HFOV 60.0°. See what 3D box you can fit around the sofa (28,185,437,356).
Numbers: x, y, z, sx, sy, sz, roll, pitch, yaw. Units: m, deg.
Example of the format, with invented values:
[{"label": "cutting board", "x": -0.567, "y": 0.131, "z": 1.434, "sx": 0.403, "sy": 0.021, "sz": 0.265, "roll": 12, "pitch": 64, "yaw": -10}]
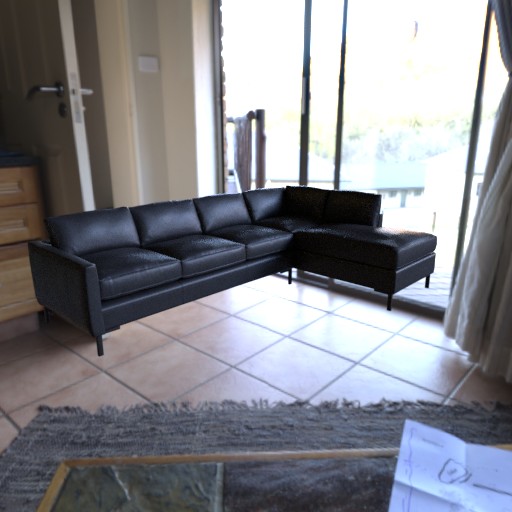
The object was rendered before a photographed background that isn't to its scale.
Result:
[{"label": "sofa", "x": 0.000, "y": 0.000, "z": 3.770, "sx": 1.938, "sy": 0.877, "sz": 2.984, "roll": 14, "pitch": 21, "yaw": 41}]
